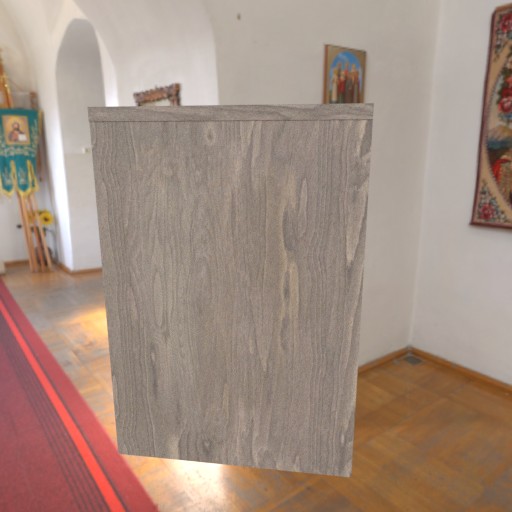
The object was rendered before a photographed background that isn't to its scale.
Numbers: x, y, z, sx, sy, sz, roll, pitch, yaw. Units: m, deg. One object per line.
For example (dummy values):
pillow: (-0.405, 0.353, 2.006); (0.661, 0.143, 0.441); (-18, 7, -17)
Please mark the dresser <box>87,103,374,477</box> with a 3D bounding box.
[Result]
dresser: (0.000, 0.000, 1.283); (0.529, 0.762, 0.809); (2, 14, 8)
